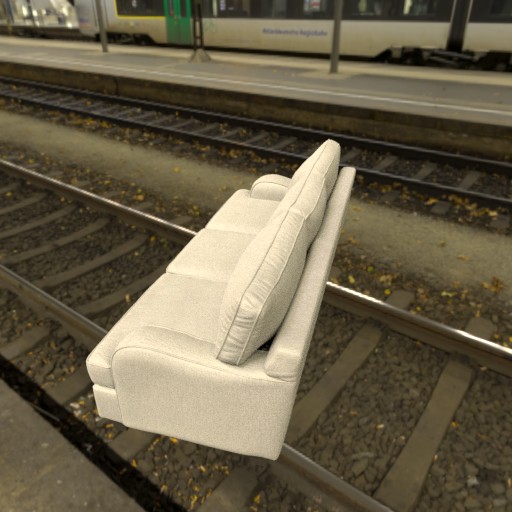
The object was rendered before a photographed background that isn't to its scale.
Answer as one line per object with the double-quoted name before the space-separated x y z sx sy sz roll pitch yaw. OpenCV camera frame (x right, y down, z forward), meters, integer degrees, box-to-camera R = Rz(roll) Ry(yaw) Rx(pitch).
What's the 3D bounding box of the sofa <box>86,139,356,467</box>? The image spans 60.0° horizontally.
"sofa" 0.000 0.000 2.854 1.016 0.991 2.323 8 30 14
